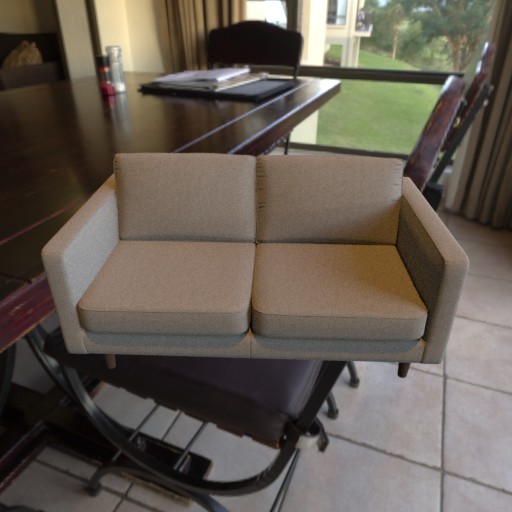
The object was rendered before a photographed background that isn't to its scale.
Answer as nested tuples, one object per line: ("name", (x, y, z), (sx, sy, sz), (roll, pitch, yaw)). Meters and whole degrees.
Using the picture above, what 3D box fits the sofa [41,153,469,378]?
("sofa", (0.000, 0.000, 2.290), (1.731, 0.900, 1.000), (1, 30, 2))
